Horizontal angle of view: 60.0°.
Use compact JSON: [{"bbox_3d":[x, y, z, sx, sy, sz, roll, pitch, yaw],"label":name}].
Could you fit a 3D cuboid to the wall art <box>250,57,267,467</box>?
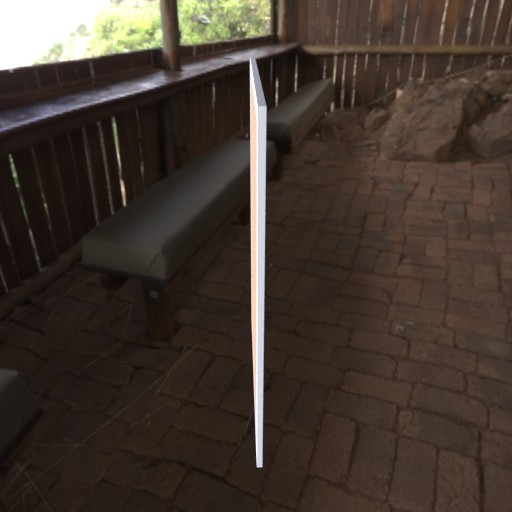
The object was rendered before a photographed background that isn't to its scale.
[{"bbox_3d":[0.000,0.000,1.262,0.015,0.965,0.660,-1,31,-1],"label":"wall art"}]
